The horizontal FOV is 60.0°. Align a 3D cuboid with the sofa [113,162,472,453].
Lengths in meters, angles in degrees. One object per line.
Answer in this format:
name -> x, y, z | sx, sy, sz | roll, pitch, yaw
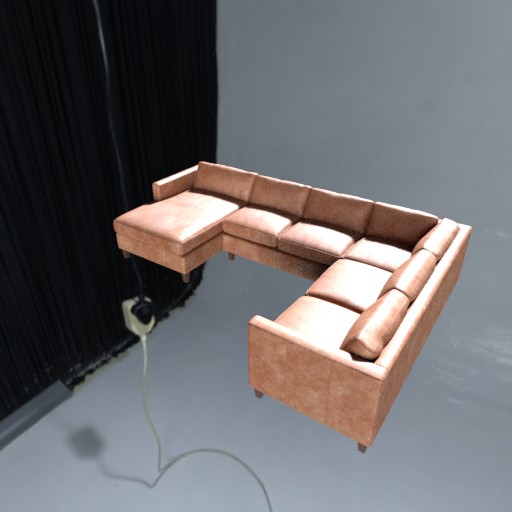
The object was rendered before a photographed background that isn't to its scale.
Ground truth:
sofa -> 0.000, 0.000, 4.370 | 3.401, 0.832, 2.430 | 19, 35, 29
